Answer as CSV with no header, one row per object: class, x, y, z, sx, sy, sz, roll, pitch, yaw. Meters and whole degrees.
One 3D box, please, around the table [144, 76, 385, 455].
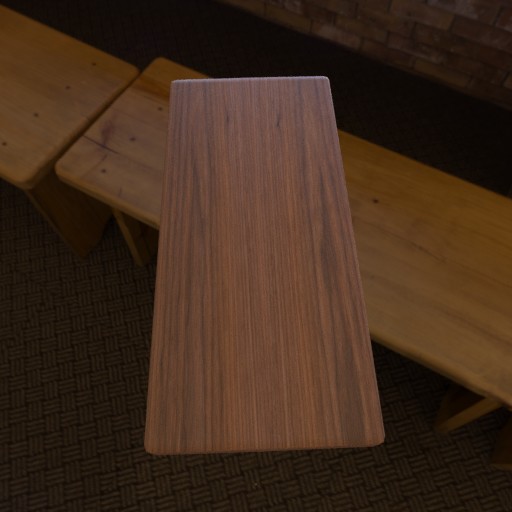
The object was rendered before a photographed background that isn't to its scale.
table,0.000,0.000,1.676,0.637,0.468,1.375,-2,63,-1
